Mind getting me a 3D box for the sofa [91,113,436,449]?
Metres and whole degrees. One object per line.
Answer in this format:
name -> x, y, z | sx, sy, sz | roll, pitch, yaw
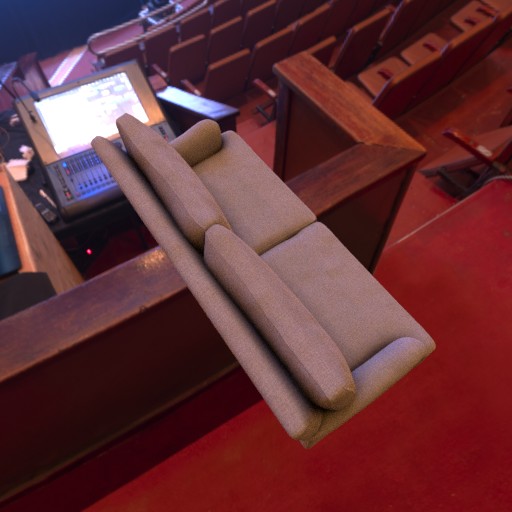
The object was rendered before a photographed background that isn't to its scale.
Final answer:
sofa -> 0.000, 0.000, 2.803 | 1.069, 1.096, 2.193 | -30, 62, -18
